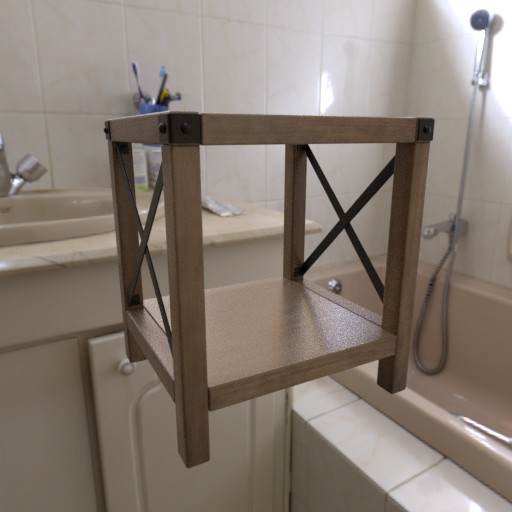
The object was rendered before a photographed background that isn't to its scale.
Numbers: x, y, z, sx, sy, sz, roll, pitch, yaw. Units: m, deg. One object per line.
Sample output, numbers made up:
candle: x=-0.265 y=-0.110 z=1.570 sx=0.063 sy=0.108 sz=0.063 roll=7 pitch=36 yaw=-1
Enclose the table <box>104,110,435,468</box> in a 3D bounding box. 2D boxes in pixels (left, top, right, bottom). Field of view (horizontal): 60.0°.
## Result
table: x=0.000 y=0.000 z=0.945 sx=0.510 sy=0.561 sz=0.459 roll=-8 pitch=17 yaw=-27
